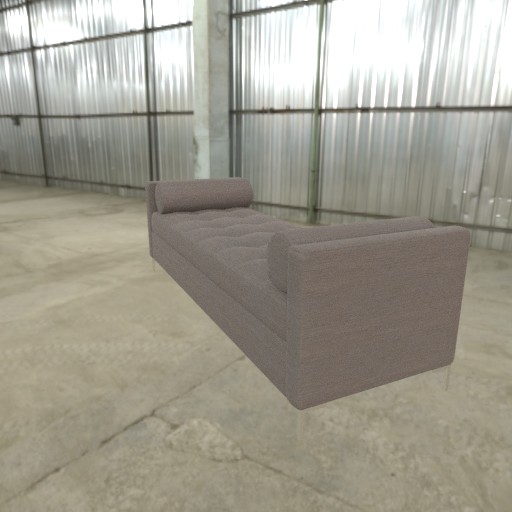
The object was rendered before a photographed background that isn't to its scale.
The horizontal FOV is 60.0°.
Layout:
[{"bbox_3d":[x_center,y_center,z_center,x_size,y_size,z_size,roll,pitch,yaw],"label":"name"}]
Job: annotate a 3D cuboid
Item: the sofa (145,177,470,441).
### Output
[{"bbox_3d":[0.000,0.000,2.301,0.686,0.635,1.981,-7,17,-25],"label":"sofa"}]
